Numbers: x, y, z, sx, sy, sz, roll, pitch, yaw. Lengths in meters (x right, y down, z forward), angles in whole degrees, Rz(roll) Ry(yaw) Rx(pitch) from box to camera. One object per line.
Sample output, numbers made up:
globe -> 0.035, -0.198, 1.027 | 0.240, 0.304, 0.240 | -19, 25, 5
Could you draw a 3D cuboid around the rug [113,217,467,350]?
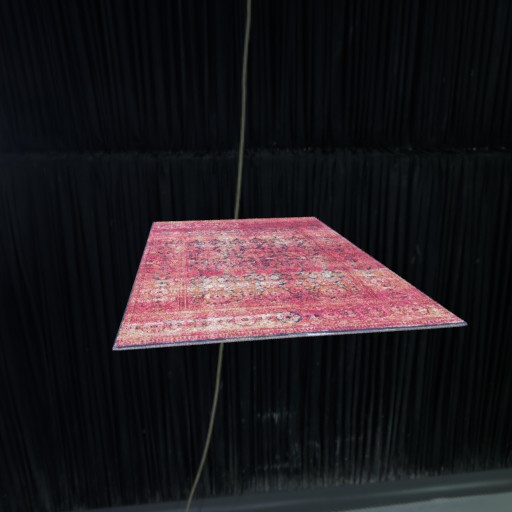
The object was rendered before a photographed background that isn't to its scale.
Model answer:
rug -> 0.000, 0.000, 3.032 | 1.539, 0.018, 2.449 | -3, 17, -9
